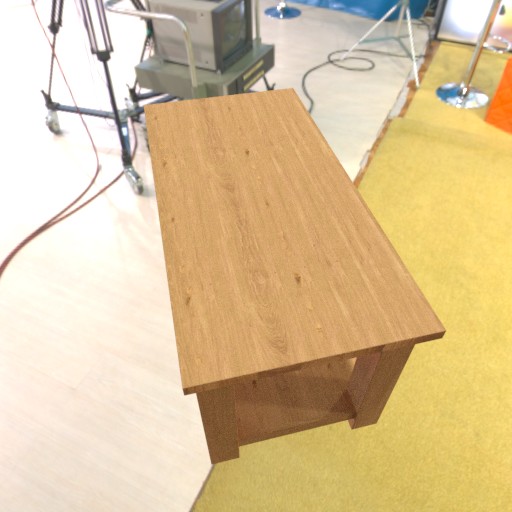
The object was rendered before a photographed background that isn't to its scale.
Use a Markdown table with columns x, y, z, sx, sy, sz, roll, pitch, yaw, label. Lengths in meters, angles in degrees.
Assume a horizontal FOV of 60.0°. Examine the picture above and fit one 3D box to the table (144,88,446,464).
| x | y | z | sx | sy | sz | roll | pitch | yaw | label |
| --- | --- | --- | --- | --- | --- | --- | --- | --- | --- |
| 0.000 | 0.000 | 1.180 | 0.450 | 0.452 | 0.899 | -10 | 48 | -9 | table |
